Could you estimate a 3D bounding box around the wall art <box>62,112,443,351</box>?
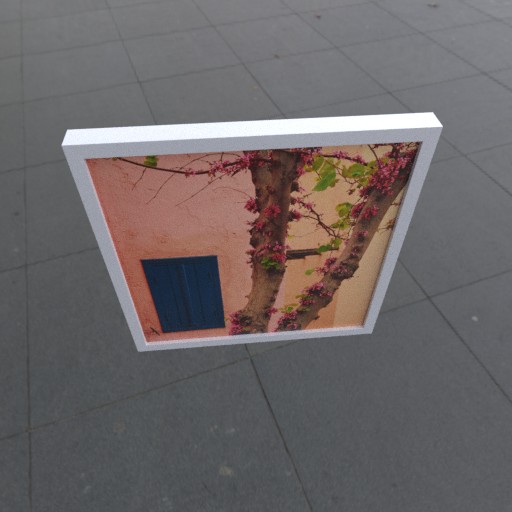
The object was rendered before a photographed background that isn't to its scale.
[{"bbox_3d":[0.000,0.000,0.786,0.507,0.508,0.038,-4,47,-4],"label":"wall art"}]
